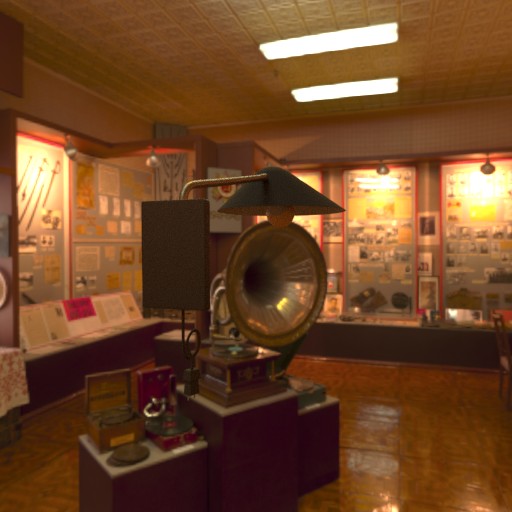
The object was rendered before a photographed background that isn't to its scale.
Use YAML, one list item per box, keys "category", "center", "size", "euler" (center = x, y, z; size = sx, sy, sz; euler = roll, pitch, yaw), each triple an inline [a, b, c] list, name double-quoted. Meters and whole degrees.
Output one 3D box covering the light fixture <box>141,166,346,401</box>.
- category: "light fixture"
  center: [0.000, 0.000, 0.706]
  size: [0.240, 0.312, 0.516]
  euler: [0, 1, 20]
